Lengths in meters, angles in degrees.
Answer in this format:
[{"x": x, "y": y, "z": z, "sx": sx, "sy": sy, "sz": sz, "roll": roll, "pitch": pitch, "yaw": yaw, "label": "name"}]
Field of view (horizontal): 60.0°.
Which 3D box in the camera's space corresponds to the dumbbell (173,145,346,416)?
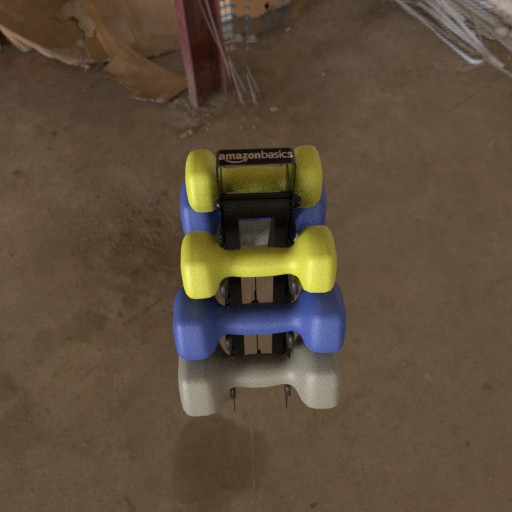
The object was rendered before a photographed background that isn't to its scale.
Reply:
[{"x": 0.000, "y": 0.000, "z": 0.694, "sx": 0.261, "sy": 0.426, "sz": 0.416, "roll": -2, "pitch": 58, "yaw": -1, "label": "dumbbell"}]
